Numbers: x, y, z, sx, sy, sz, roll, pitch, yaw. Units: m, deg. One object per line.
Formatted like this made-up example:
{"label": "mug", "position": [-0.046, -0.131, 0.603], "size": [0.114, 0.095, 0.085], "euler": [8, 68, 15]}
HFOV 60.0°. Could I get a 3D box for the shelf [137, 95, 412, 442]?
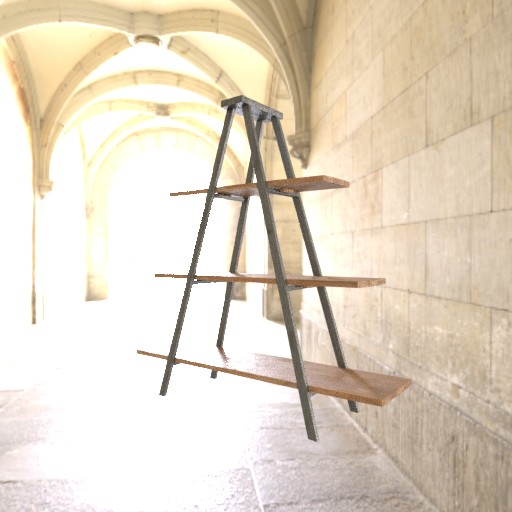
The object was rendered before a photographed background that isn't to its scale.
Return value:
{"label": "shelf", "position": [0.000, 0.000, 2.694], "size": [1.746, 1.808, 0.508], "euler": [0, 1, 37]}
